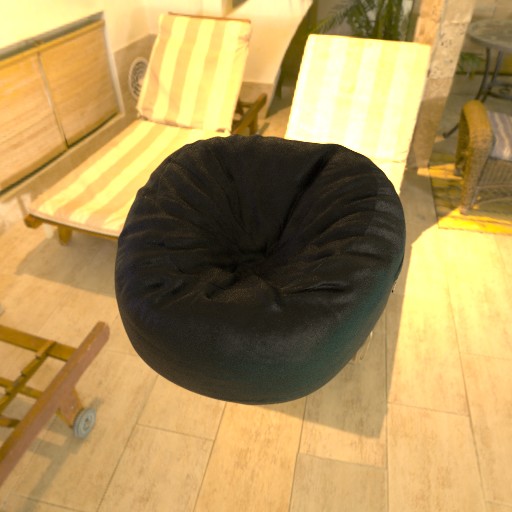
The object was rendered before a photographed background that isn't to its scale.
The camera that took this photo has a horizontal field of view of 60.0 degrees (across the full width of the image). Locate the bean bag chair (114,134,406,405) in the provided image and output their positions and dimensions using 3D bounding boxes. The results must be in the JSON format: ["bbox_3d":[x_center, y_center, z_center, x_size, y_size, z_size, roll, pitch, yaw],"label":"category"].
[{"bbox_3d":[0.000,0.000,2.425,1.524,0.878,1.524,12,42,13],"label":"bean bag chair"}]
